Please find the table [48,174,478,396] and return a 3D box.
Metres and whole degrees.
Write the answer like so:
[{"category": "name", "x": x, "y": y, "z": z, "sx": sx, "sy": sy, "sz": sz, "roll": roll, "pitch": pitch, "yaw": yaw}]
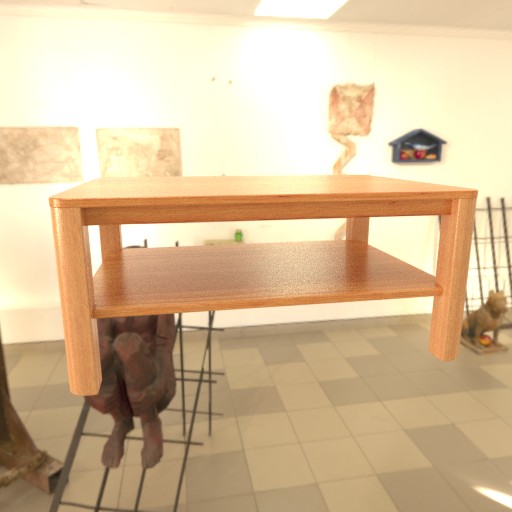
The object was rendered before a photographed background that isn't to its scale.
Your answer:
[{"category": "table", "x": 0.000, "y": 0.000, "z": 1.360, "sx": 0.997, "sy": 0.445, "sz": 0.696, "roll": -3, "pitch": 14, "yaw": -10}]
